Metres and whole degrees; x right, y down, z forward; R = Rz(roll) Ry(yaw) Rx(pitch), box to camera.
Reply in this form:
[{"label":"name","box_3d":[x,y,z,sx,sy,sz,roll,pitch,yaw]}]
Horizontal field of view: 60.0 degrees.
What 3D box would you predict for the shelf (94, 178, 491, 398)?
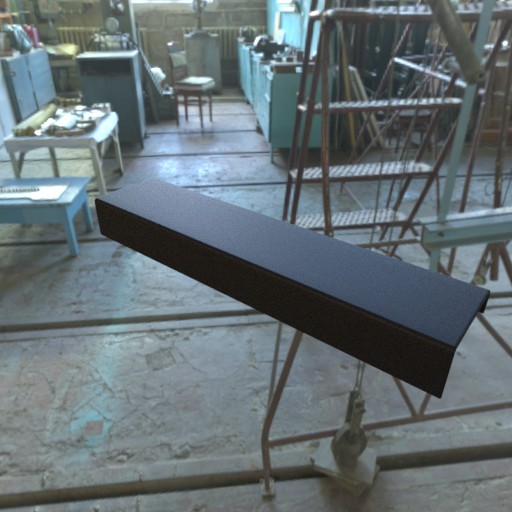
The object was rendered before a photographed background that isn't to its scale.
[{"label":"shelf","box_3d":[0.000,0.000,0.496,0.456,0.053,0.102,22,37,33]}]
